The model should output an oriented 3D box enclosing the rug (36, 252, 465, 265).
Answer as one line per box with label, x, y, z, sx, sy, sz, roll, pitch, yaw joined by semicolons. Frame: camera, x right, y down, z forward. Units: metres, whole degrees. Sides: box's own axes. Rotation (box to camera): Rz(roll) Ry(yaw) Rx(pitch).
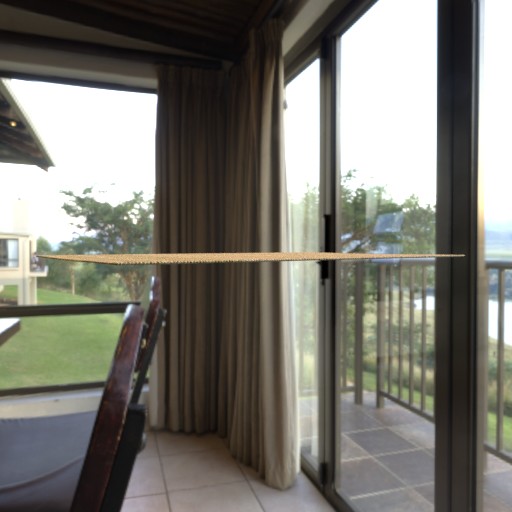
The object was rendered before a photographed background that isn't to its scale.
rug;0.000;0.000;2.148;1.758;0.010;1.143;-1;2;-36
